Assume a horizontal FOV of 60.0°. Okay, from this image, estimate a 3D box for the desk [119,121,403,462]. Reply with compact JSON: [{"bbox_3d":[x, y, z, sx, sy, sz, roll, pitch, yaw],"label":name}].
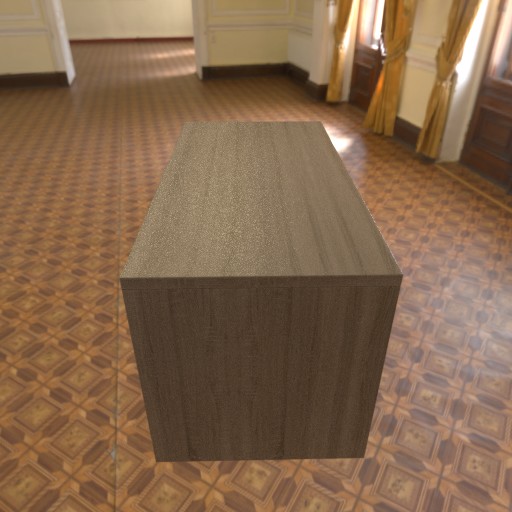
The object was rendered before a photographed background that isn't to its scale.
[{"bbox_3d":[0.000,0.000,1.858,0.690,0.745,1.380,-1,32,-1],"label":"desk"}]
